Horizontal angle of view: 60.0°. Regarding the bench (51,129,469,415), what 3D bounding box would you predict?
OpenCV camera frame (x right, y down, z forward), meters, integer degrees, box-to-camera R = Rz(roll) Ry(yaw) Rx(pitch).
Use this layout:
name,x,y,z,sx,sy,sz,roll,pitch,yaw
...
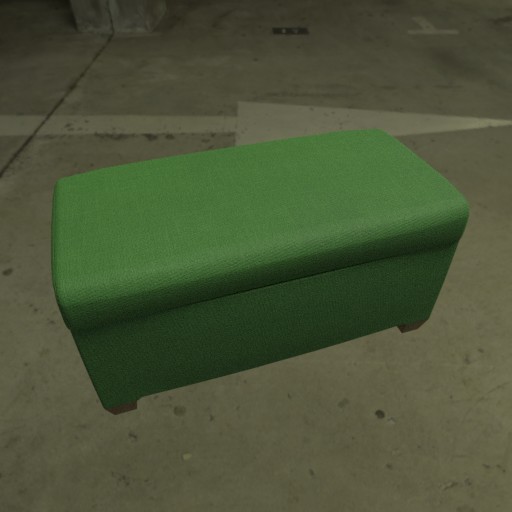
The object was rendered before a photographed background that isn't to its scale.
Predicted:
name,x,y,z,sx,sy,sz,roll,pitch,yaw
bench,0.000,0.000,1.279,0.989,0.501,0.505,-12,43,-14
